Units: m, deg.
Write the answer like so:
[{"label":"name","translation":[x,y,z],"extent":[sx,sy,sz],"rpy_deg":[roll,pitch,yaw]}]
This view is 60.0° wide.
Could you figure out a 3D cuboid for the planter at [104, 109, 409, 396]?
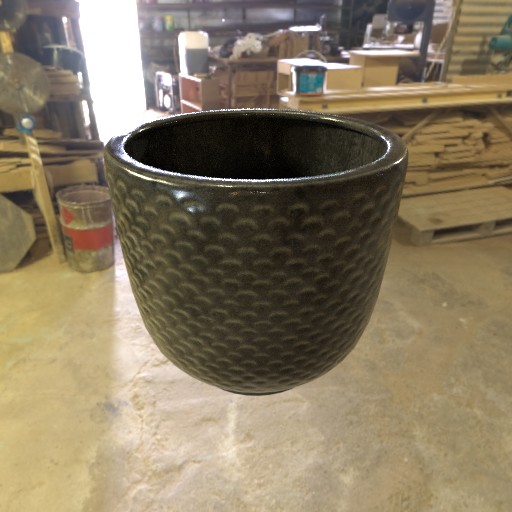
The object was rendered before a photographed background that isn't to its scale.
[{"label":"planter","translation":[0.000,0.000,0.240],"extent":[0.140,0.129,0.140],"rpy_deg":[0,29,0]}]
